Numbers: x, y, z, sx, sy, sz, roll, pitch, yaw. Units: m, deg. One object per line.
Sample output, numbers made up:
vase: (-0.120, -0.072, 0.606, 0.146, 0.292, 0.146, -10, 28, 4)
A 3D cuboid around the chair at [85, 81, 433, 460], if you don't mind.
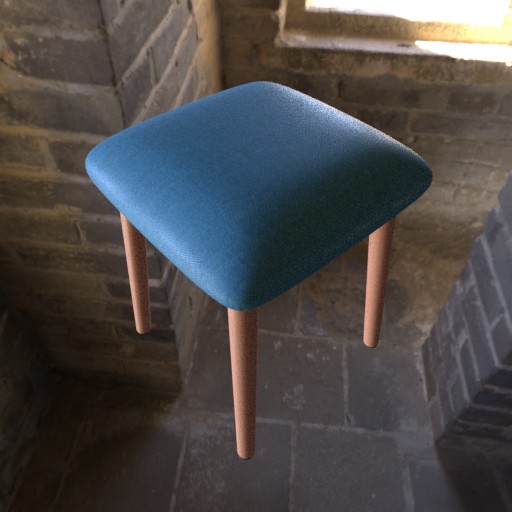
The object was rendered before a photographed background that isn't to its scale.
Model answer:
chair: (0.000, 0.000, 0.713, 0.360, 0.450, 0.360, -32, 54, -27)
